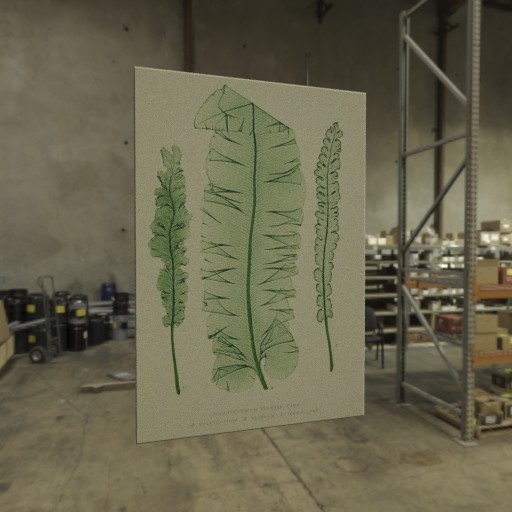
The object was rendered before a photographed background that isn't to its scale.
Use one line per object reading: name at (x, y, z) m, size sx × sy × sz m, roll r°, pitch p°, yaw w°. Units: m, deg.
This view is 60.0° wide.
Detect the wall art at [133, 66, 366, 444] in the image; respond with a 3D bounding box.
wall art at (0.000, 0.000, 0.793) m, size 0.418 × 0.608 × 0.038 m, roll 0°, pitch 1°, yaw -17°
